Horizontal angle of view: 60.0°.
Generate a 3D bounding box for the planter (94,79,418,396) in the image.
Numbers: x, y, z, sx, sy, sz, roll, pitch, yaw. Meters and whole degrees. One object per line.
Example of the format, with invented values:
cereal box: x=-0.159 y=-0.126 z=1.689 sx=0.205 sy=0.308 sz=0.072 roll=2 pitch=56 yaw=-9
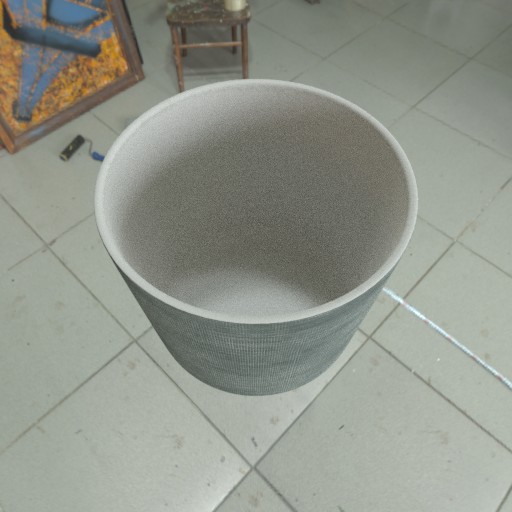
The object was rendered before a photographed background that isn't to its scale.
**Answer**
planter: x=0.000 y=0.000 z=0.777 sx=0.440 sy=0.398 sz=0.440 roll=0 pitch=57 yaw=0
